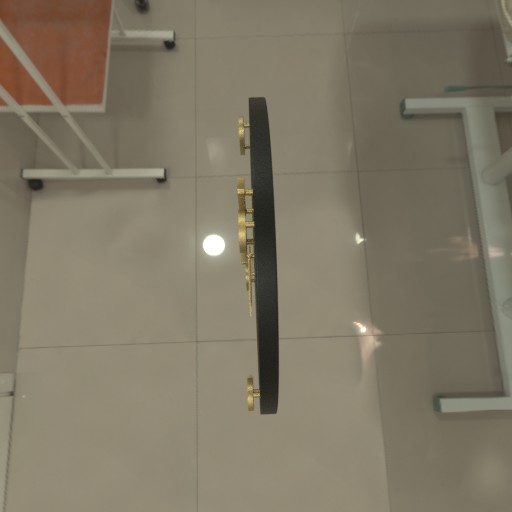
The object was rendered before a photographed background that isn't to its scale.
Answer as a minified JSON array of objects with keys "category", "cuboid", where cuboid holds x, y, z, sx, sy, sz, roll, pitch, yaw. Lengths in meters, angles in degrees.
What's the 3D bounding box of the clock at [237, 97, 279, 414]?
[{"category":"clock","cuboid":[0.000,0.000,0.673,0.038,0.454,0.454,-2,76,-1]}]
